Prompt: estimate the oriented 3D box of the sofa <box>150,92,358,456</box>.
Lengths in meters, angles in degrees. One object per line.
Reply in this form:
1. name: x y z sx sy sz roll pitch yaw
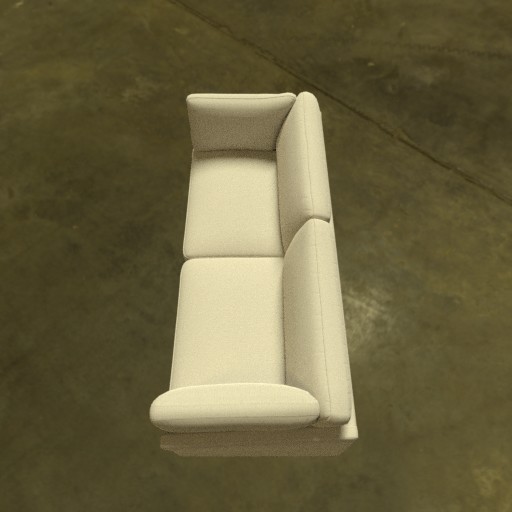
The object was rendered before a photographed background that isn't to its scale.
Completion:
1. sofa: 0.000 0.000 2.798 0.957 0.863 2.301 0 59 0
